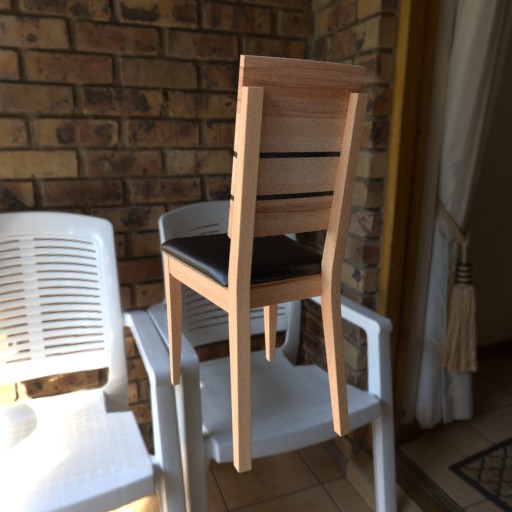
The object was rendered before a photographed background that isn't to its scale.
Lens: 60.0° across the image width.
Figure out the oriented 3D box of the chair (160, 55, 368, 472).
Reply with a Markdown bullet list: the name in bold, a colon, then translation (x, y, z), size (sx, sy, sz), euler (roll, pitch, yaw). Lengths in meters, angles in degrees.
- **chair**: translation (0.000, 0.000, 1.233), size (0.410, 0.940, 0.520), euler (-7, 16, -26)
